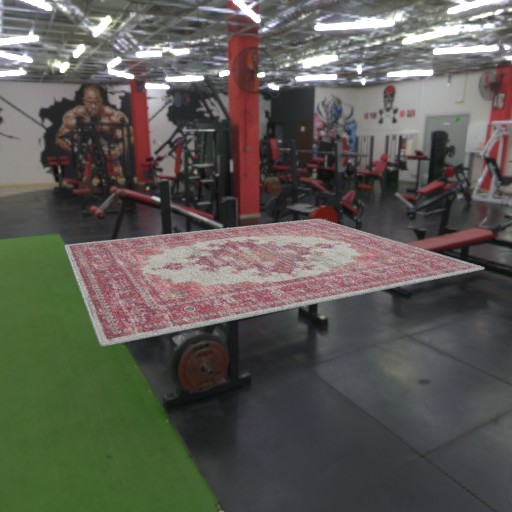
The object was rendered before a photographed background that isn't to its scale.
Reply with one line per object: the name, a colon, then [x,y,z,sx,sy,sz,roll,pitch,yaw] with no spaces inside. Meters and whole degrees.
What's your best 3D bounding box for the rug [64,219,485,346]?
rug: [0.000,0.000,4.121,3.123,0.017,2.447,-8,18,-26]
